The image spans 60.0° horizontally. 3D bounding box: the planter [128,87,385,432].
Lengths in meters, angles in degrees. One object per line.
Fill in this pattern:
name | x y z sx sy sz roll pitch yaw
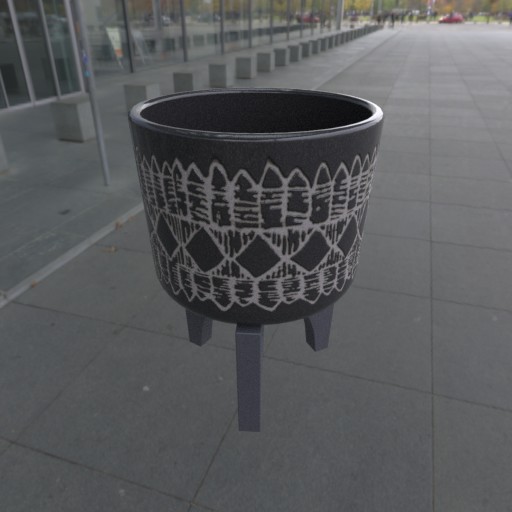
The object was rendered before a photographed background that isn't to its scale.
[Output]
planter | 0.000 0.000 0.271 0.129 0.177 0.129 0 29 0
